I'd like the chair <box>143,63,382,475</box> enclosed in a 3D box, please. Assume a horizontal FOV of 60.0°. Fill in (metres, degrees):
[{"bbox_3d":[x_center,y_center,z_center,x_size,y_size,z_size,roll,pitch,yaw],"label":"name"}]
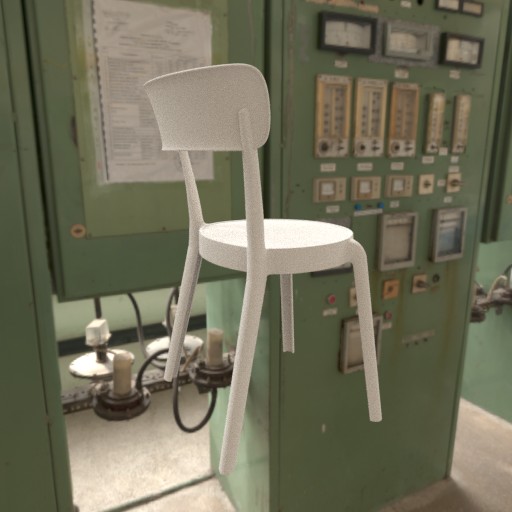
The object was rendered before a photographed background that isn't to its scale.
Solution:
[{"bbox_3d":[0.000,0.000,1.096,0.491,0.790,0.506,-7,15,-26],"label":"chair"}]
